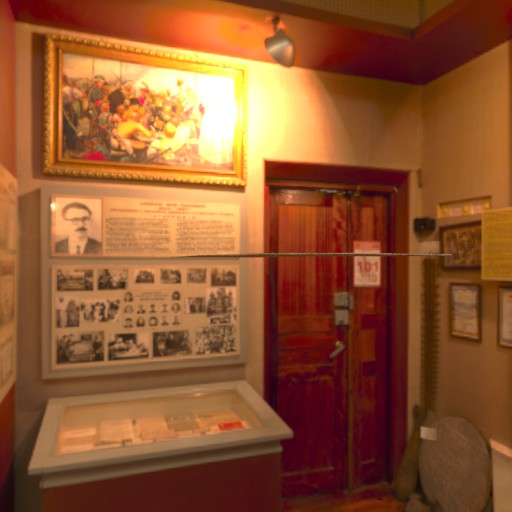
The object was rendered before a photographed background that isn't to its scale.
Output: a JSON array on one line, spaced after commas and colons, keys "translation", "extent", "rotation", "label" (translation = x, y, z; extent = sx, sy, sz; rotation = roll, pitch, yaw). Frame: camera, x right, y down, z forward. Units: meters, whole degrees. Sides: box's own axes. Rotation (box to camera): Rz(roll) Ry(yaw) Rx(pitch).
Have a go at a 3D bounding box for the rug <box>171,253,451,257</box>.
[{"translation": [0.000, 0.000, 2.531], "extent": [0.697, 0.013, 2.335], "rotation": [0, 0, -17], "label": "rug"}]
